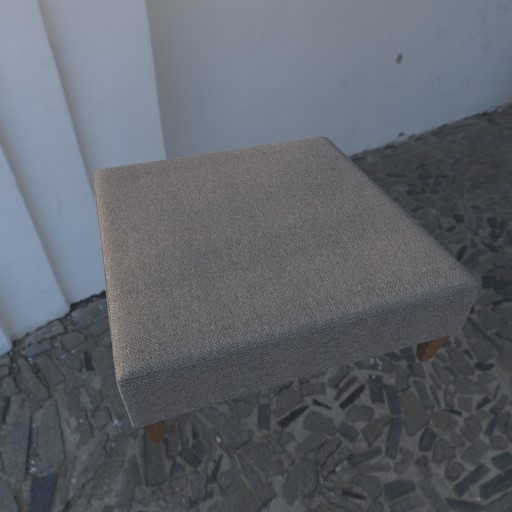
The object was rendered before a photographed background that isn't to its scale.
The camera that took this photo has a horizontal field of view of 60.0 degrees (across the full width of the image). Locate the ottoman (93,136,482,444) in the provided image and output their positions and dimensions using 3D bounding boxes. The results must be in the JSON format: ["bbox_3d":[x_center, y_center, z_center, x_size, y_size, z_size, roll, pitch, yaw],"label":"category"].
[{"bbox_3d":[0.000,0.000,1.515,0.970,0.378,0.981,-12,42,-14],"label":"ottoman"}]
